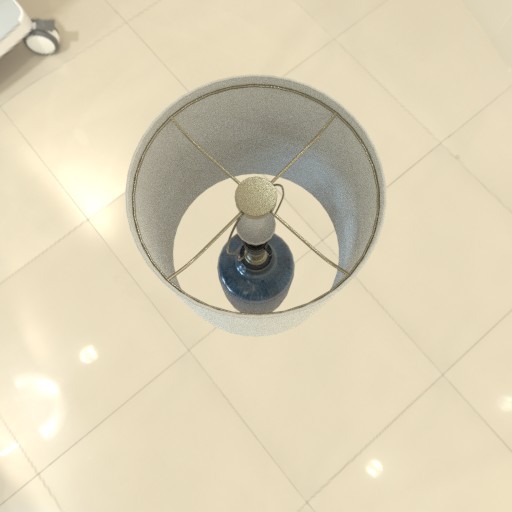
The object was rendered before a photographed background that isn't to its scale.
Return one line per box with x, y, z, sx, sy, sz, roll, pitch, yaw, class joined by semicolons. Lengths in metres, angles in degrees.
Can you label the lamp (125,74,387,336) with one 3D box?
0.000;0.000;0.604;0.220;0.475;0.220;-32;78;-8;lamp
